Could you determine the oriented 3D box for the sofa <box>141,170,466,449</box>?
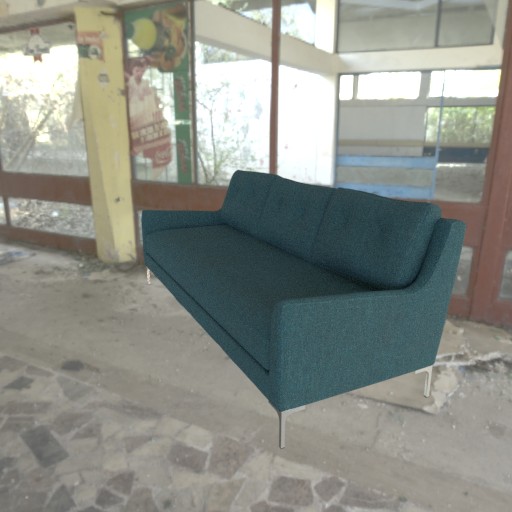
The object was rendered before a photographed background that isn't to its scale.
[{"bbox_3d":[0.000,0.000,2.521,0.849,0.837,2.060,-8,17,-26],"label":"sofa"}]
